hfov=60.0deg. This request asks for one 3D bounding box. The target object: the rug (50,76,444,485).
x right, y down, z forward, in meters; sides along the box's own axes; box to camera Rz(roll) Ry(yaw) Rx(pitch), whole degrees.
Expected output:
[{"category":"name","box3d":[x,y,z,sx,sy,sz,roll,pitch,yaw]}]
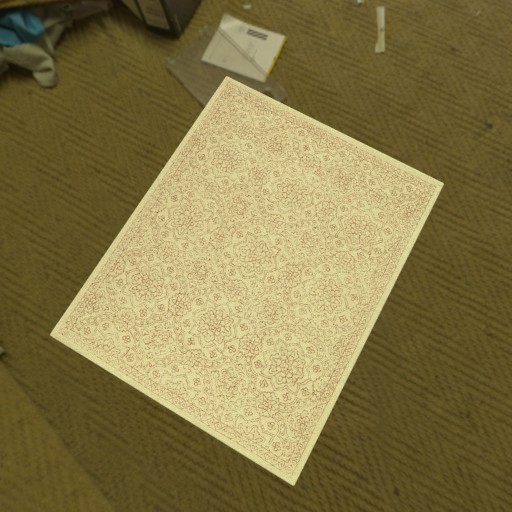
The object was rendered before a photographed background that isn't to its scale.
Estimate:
[{"category":"rug","box3d":[0.000,0.000,4.087,2.441,0.015,3.050,29,77,7]}]
